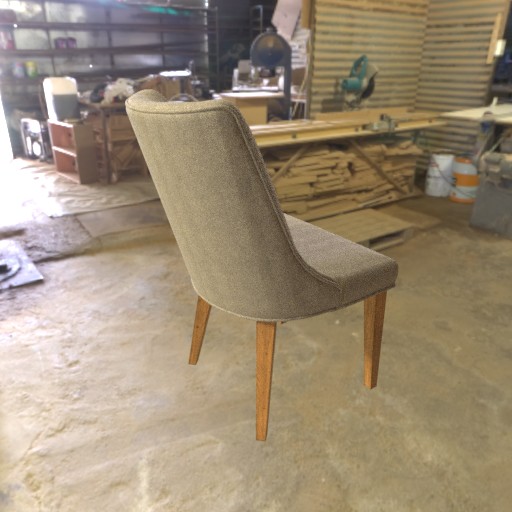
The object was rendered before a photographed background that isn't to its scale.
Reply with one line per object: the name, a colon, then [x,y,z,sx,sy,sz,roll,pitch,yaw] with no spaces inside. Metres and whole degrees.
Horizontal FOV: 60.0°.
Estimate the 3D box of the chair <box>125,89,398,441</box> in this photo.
chair: [0.000,0.000,1.303,0.636,0.916,0.548,-16,29,-32]
